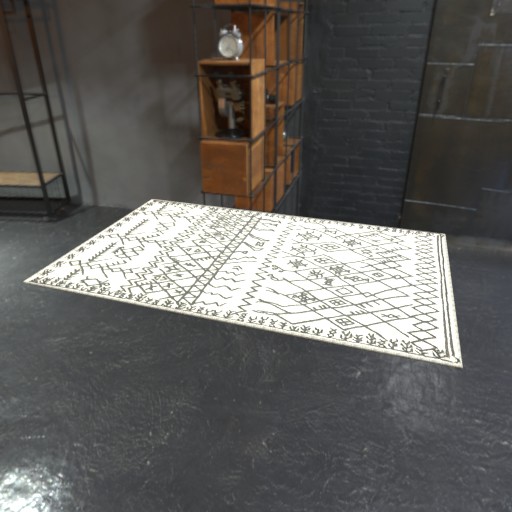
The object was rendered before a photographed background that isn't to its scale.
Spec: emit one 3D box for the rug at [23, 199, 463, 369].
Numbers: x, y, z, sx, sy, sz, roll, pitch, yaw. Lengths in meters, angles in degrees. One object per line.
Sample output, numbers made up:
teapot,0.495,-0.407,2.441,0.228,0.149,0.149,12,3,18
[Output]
rug,0.000,0.000,2.966,2.444,0.012,1.526,8,28,16
